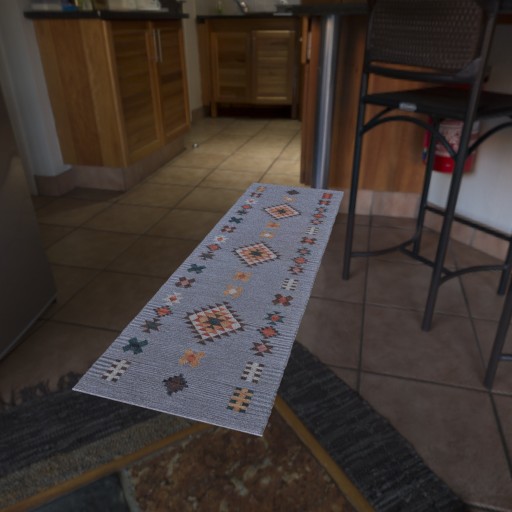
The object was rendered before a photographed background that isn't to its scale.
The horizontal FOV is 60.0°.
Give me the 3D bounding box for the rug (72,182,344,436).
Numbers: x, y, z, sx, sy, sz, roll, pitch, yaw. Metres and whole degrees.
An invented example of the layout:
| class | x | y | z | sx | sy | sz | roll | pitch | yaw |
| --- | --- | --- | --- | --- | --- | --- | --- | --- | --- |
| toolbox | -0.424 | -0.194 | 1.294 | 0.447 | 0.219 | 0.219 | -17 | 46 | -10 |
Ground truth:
| class | x | y | z | sx | sy | sz | roll | pitch | yaw |
| --- | --- | --- | --- | --- | --- | --- | --- | --- | --- |
| rug | 0.000 | 0.000 | 2.636 | 0.766 | 0.008 | 2.432 | 8 | 30 | 14 |
